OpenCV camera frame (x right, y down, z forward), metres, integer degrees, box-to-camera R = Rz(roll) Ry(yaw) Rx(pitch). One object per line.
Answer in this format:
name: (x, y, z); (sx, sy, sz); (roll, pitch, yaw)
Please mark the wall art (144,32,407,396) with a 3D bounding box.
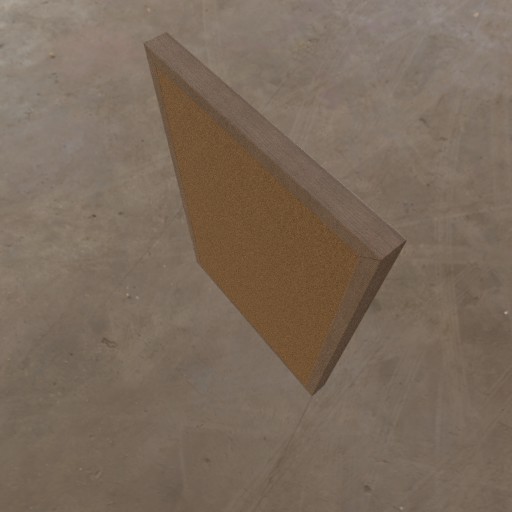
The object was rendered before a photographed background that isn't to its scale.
wall art: (0.000, 0.000, 0.649); (0.031, 0.509, 0.356); (-36, 67, -18)
